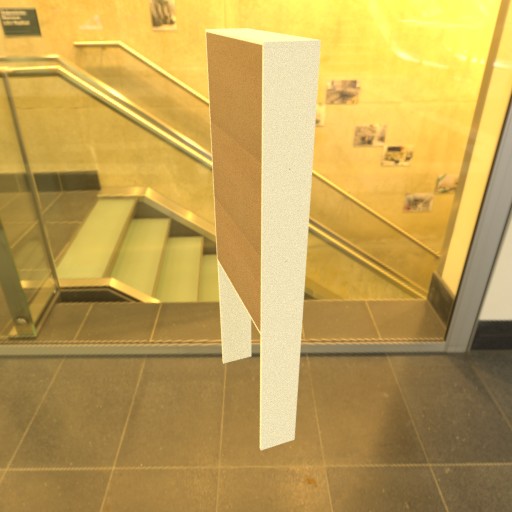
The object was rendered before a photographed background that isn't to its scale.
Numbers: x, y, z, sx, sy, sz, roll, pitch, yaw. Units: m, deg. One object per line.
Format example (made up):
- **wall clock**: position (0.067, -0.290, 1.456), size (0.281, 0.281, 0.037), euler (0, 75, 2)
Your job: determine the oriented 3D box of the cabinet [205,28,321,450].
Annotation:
- **cabinet**: position (0.000, 0.000, 1.971), size (0.192, 1.770, 0.643), euler (-10, 32, -17)
